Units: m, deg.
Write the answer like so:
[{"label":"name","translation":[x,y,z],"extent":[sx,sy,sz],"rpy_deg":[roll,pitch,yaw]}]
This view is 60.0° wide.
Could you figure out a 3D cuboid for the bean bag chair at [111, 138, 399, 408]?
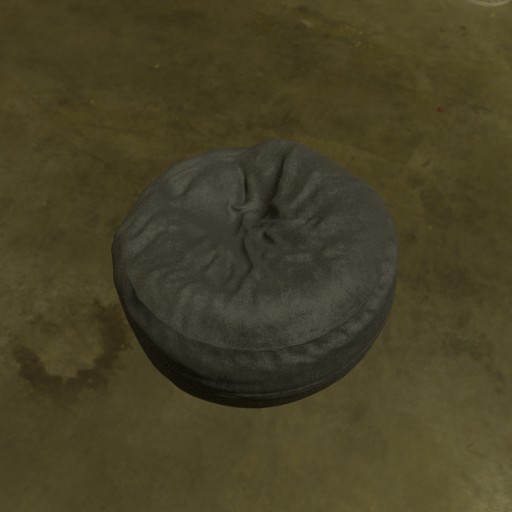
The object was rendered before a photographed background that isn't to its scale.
[{"label":"bean bag chair","translation":[0.000,0.000,2.422],"extent":[1.525,0.751,1.525],"rpy_deg":[0,58,0]}]
